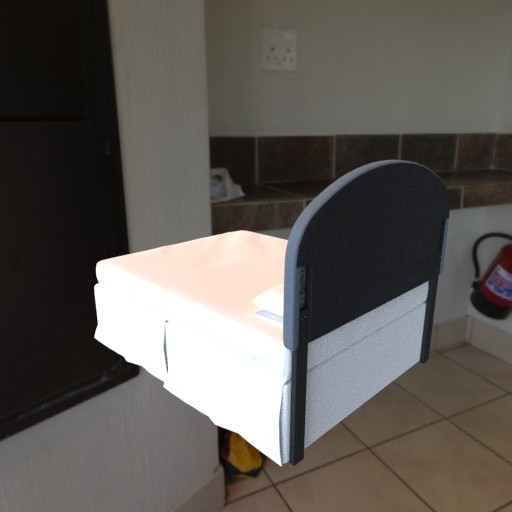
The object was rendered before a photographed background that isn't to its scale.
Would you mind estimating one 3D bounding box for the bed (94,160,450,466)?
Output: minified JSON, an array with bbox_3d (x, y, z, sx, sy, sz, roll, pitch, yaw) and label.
[{"bbox_3d":[0.000,0.000,3.102,1.607,1.410,2.005,-15,22,-42],"label":"bed"}]
